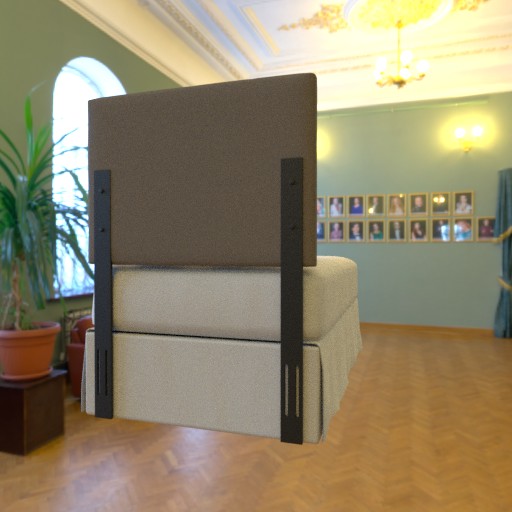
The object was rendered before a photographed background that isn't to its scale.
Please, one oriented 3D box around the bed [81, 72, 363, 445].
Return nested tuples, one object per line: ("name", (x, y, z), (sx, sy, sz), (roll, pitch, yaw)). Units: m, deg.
("bed", (0.000, 0.000, 2.952), (1.261, 1.571, 1.997), (0, 1, 17))
